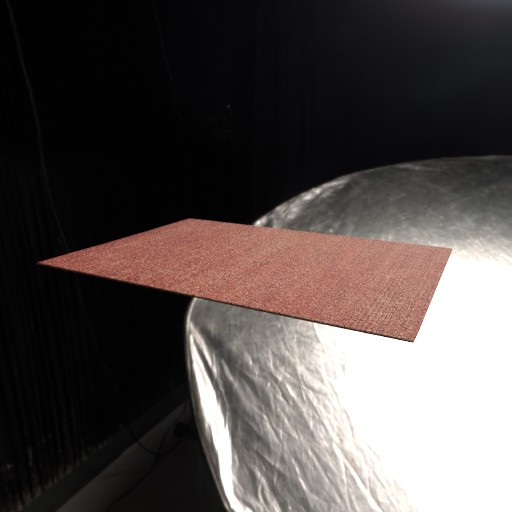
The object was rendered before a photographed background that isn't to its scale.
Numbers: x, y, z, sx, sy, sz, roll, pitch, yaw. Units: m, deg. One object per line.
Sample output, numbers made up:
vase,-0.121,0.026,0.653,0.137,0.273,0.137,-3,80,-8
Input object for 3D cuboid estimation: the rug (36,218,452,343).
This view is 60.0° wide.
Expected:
rug,0.000,0.000,5.136,3.965,0.025,2.803,8,18,27
